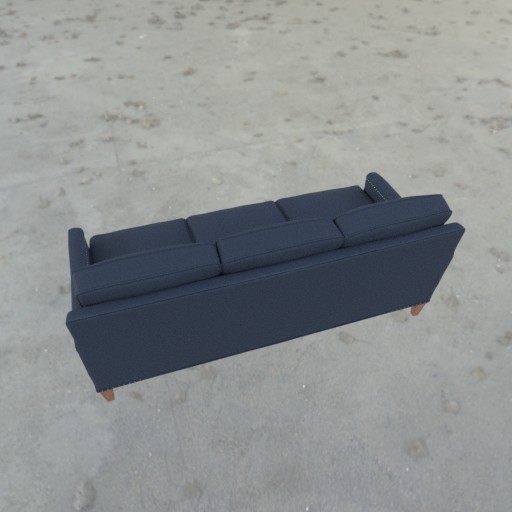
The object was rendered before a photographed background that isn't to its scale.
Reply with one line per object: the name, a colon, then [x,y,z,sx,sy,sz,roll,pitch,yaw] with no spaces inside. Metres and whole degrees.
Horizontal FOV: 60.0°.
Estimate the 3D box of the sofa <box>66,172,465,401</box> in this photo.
sofa: [0.000,0.000,2.855,2.246,1.003,1.084,-13,44,-13]
